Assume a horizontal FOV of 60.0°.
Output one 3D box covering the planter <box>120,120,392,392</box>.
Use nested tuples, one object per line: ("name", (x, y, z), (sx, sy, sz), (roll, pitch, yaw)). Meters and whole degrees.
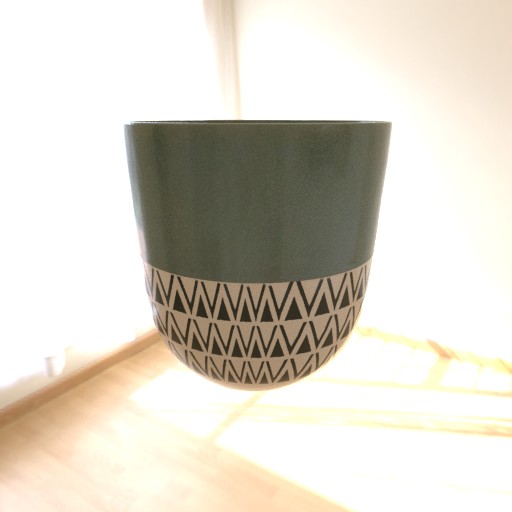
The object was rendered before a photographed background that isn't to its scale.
("planter", (0.000, 0.000, 0.368), (0.198, 0.214, 0.198), (0, 18, 0))
